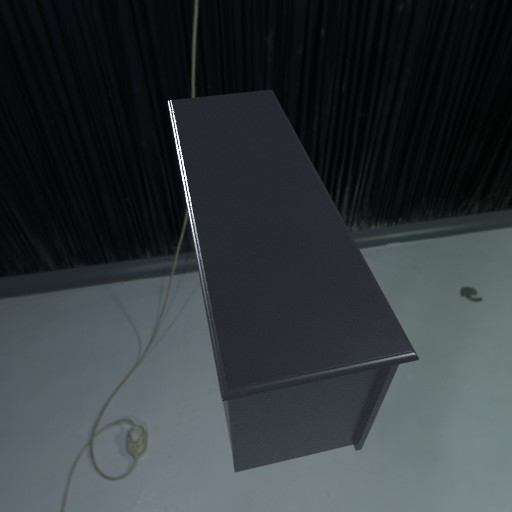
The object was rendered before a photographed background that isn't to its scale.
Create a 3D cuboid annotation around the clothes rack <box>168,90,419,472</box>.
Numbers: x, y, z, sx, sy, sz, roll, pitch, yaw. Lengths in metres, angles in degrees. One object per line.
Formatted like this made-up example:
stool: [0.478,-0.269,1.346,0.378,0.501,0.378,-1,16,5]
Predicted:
clothes rack: [0.000,0.000,1.475,0.406,0.556,1.219,-9,47,-9]
